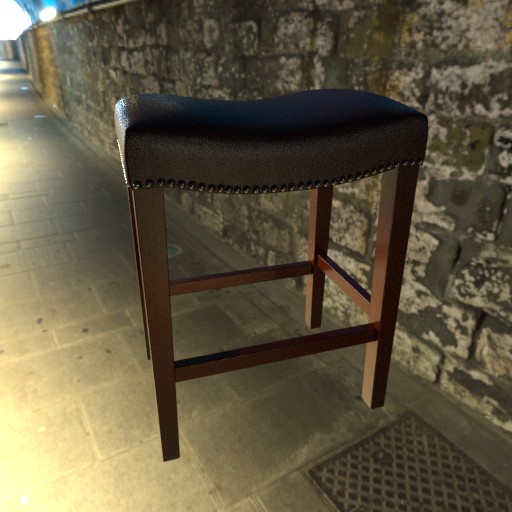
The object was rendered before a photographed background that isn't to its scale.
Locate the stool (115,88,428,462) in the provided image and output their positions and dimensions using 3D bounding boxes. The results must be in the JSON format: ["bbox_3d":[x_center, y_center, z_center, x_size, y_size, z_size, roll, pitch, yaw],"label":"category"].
[{"bbox_3d":[0.000,0.000,0.948,0.504,0.657,0.372,-8,26,-16],"label":"stool"}]
